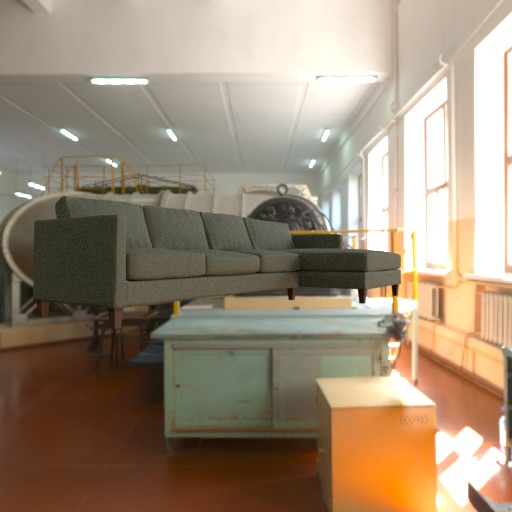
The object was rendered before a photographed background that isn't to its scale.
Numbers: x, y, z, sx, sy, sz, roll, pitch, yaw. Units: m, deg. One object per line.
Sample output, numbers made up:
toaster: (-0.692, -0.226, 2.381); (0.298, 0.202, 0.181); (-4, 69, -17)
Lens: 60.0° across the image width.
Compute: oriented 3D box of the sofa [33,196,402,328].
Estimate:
sofa: (0.000, 0.000, 3.955); (1.625, 0.861, 3.186); (0, 0, 36)
